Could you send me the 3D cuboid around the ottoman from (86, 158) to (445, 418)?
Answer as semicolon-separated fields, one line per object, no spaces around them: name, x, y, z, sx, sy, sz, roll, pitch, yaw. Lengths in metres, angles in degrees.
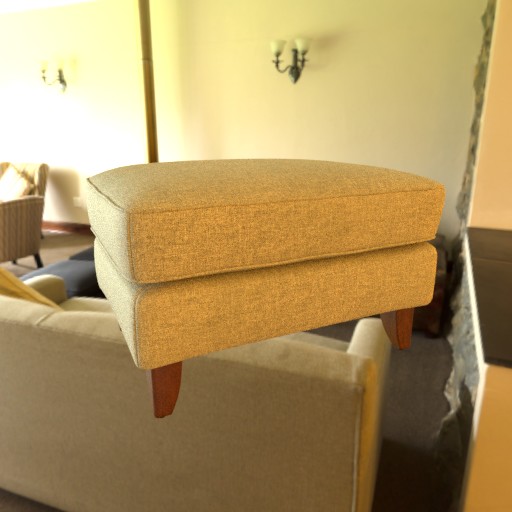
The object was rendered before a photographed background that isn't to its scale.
ottoman;0.000;0.000;1.341;0.889;0.561;0.661;-8;18;-25
